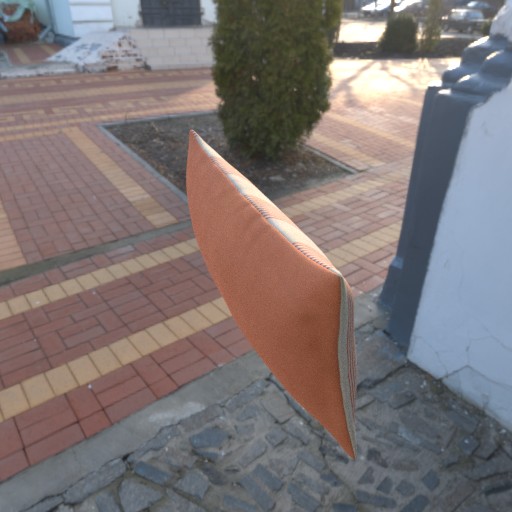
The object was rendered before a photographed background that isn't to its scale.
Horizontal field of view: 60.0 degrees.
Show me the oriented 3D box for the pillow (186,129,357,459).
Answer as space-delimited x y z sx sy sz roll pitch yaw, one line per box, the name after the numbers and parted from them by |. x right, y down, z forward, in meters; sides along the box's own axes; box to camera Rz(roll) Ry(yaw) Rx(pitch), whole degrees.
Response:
0.000 0.000 0.738 0.156 0.292 0.608 -10 31 -18 | pillow
